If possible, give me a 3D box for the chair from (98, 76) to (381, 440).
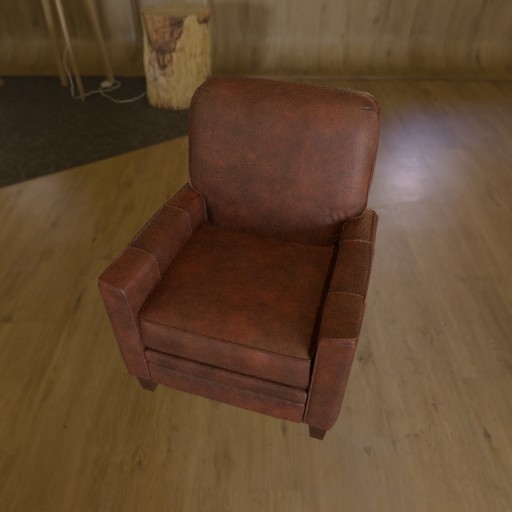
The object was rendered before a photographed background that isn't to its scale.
[{"bbox_3d":[0.000,0.000,1.669,0.843,1.043,0.836,11,42,13],"label":"chair"}]
